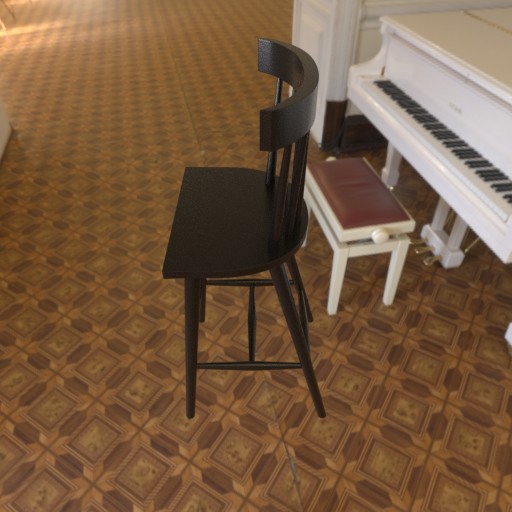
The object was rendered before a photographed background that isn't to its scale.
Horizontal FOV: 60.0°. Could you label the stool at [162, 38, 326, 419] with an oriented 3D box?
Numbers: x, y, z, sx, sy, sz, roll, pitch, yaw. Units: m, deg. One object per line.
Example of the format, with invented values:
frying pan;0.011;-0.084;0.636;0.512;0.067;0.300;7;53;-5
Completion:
stool;0.000;0.000;1.327;0.483;1.092;0.482;0;41;0
